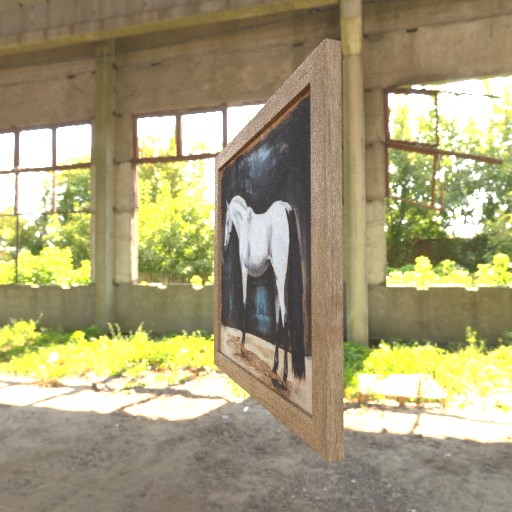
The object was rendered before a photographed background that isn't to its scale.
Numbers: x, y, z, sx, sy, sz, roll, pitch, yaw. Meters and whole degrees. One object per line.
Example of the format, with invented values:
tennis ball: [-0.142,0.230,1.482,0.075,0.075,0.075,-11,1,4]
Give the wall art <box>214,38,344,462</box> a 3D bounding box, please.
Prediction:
wall art: [0.000,0.000,0.943,0.026,0.588,0.690,1,-2,-18]
